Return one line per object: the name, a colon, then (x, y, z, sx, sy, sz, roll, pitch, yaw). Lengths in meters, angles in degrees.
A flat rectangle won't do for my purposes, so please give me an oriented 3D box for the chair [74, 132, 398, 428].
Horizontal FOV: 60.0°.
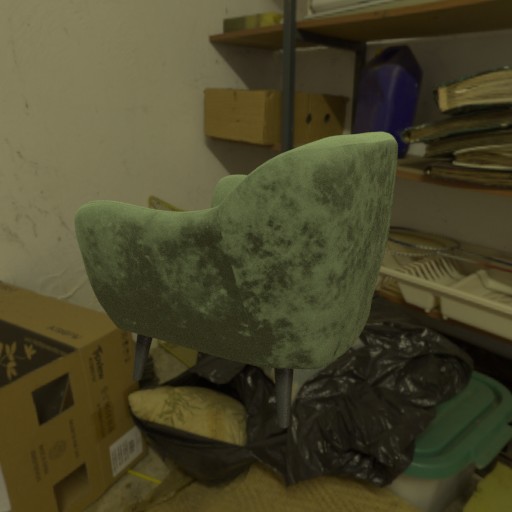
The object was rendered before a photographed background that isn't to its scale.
chair: (0.000, 0.000, 1.487, 0.819, 0.804, 0.840, 8, 18, 26)
